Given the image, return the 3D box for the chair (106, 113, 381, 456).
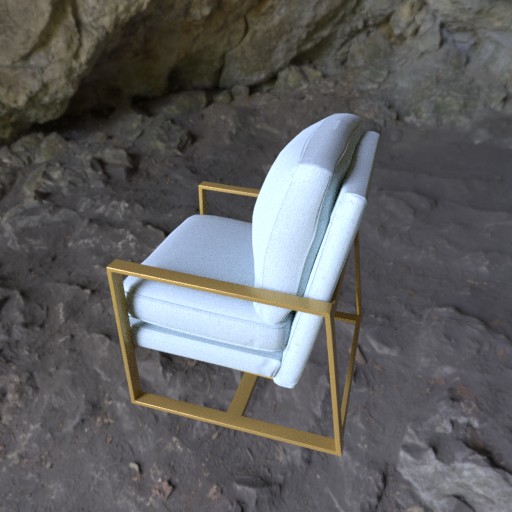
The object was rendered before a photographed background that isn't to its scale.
[{"bbox_3d":[0.000,0.000,1.615,0.813,0.956,0.758,9,31,15],"label":"chair"}]
